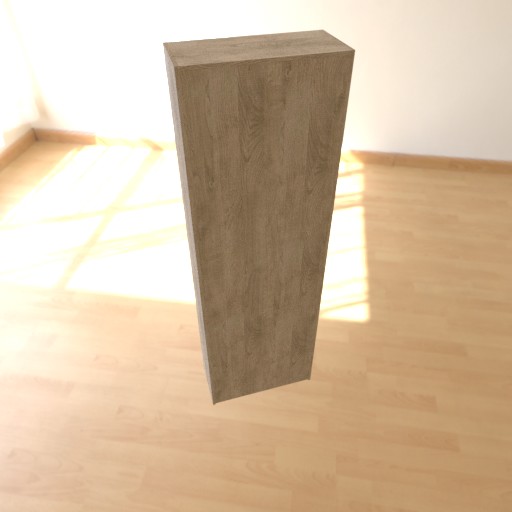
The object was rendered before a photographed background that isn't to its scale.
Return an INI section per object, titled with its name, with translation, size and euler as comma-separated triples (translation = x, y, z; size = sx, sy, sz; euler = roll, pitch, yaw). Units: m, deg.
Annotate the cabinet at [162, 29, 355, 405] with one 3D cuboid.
[cabinet]
translation = 0.000, 0.000, 1.833
size = 0.520, 1.630, 0.250
euler = -11, 42, -12
